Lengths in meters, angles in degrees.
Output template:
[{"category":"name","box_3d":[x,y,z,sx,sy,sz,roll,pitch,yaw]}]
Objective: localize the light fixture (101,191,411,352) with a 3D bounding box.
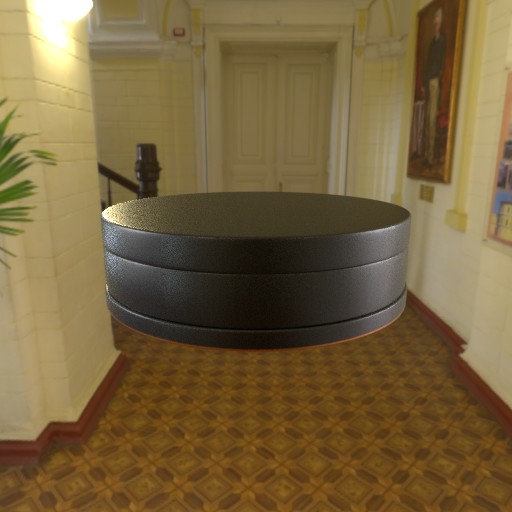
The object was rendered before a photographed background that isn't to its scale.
[{"category":"light fixture","box_3d":[0.000,0.000,0.433,0.283,0.097,0.283,0,14,0]}]
